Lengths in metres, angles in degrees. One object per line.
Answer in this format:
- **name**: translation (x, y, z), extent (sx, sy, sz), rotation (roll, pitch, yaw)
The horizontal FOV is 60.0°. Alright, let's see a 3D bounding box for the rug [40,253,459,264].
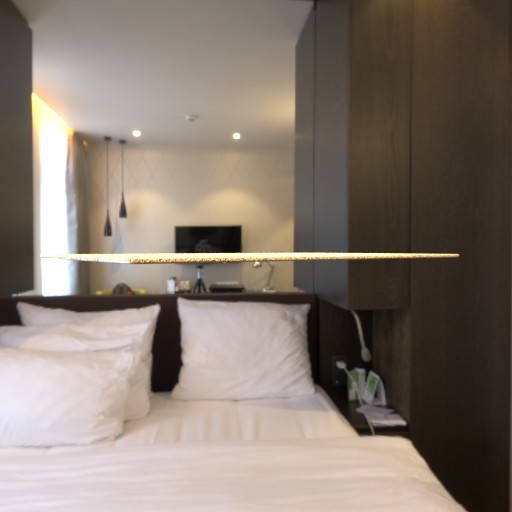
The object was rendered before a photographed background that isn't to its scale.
- **rug**: translation (0.000, 0.000, 3.396), extent (2.698, 0.025, 1.798), rotation (-1, 1, -37)
